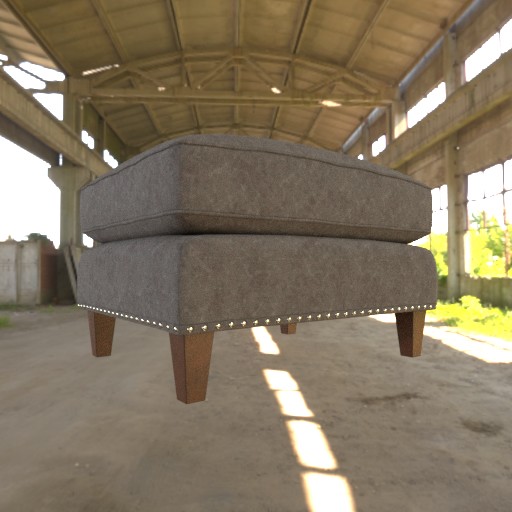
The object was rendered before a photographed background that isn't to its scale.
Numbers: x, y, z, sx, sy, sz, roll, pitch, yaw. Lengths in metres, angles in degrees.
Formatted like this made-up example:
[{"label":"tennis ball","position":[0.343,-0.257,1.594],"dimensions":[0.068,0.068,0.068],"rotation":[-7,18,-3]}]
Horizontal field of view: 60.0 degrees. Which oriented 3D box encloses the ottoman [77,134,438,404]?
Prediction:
[{"label":"ottoman","position":[0.000,0.000,1.145],"dimensions":[0.741,0.513,0.584],"rotation":[1,-2,-37]}]
